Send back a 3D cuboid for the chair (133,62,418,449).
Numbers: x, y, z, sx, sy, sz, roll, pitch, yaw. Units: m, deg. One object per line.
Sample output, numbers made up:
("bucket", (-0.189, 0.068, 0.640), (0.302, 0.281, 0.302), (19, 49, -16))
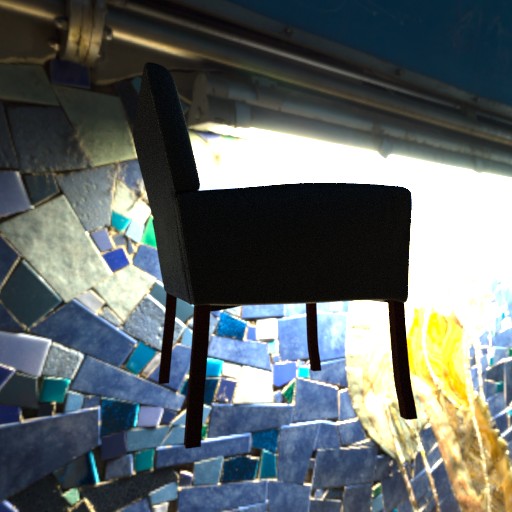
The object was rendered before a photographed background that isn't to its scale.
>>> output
("chair", (0.000, 0.000, 1.482), (0.772, 0.951, 0.683), (0, -1, -18))
